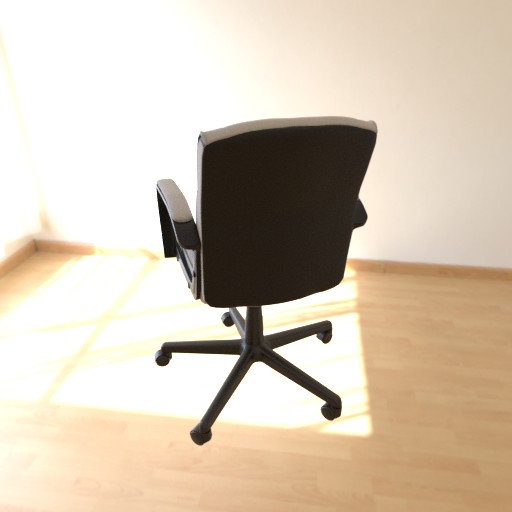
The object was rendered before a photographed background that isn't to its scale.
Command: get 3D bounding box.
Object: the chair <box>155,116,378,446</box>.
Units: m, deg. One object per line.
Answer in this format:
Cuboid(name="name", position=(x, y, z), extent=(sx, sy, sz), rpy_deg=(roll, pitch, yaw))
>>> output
Cuboid(name="chair", position=(0.000, 0.000, 1.496), extent=(0.739, 1.004, 0.717), rpy_deg=(-8, 28, -15))
